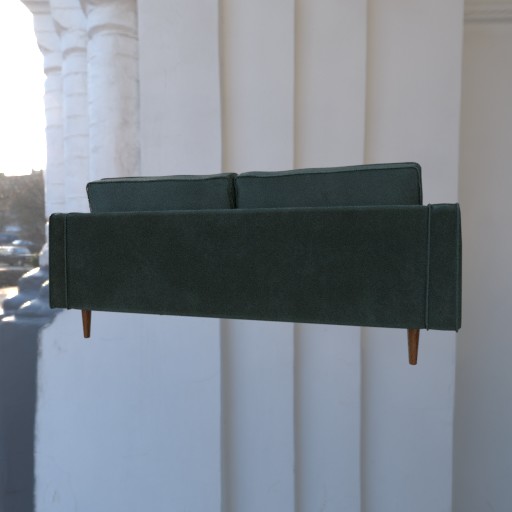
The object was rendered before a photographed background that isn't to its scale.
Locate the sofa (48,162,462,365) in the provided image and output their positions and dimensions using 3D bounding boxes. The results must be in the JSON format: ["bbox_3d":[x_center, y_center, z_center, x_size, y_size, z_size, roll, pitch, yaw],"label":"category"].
[{"bbox_3d":[0.000,0.000,2.228,1.816,0.781,0.886,1,2,18],"label":"sofa"}]
